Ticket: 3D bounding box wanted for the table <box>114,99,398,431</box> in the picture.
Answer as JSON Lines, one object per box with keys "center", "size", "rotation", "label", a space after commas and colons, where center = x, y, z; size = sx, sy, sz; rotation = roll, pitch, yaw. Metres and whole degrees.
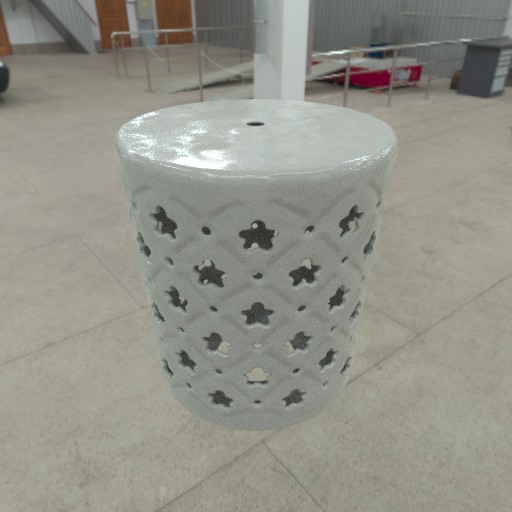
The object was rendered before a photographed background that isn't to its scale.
{"center": [0.000, 0.000, 0.655], "size": [0.352, 0.387, 0.352], "rotation": [0, 30, 0], "label": "table"}
